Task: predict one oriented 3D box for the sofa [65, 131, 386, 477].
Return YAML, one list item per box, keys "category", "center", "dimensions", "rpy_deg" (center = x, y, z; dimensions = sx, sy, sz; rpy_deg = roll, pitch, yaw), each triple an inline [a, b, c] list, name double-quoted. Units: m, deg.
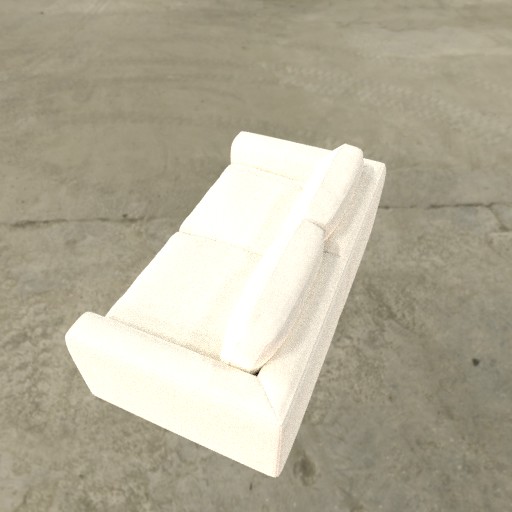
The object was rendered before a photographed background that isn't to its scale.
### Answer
- category: "sofa"
  center: [0.000, 0.000, 2.512]
  dimensions: [1.069, 0.801, 1.920]
  rpy_deg: [17, 48, 16]
